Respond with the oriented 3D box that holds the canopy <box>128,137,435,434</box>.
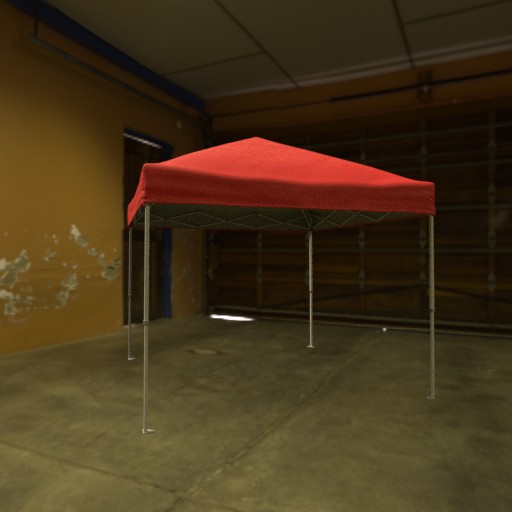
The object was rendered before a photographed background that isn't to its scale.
[{"bbox_3d":[0.000,0.000,5.573,2.996,2.997,2.998,0,-1,-18],"label":"canopy"}]
